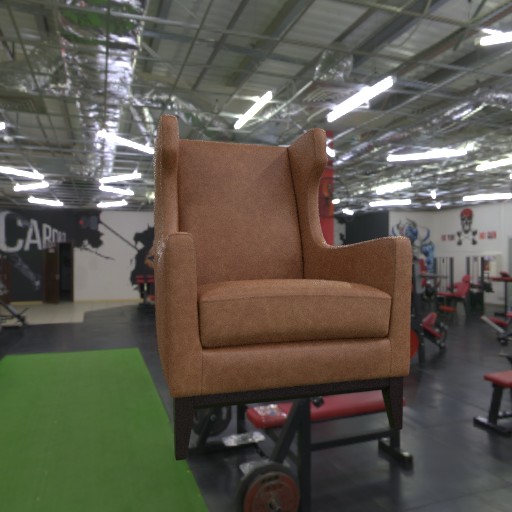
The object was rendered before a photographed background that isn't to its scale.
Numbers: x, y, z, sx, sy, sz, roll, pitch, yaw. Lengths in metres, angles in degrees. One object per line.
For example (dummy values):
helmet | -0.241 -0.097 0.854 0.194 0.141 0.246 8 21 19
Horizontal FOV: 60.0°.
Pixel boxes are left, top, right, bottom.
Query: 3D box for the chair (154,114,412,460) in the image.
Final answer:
chair | 0.000 0.000 1.666 0.766 1.079 0.899 0 0 -17
